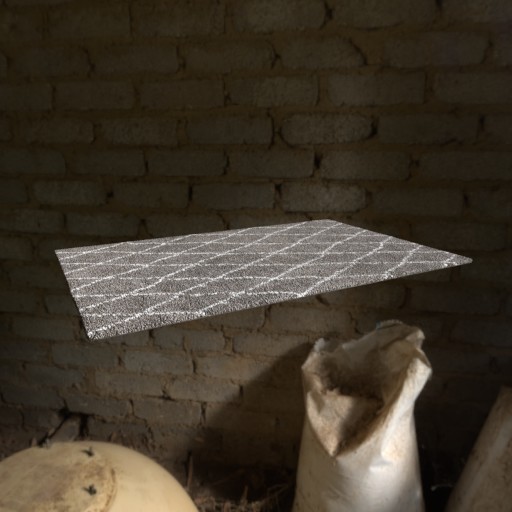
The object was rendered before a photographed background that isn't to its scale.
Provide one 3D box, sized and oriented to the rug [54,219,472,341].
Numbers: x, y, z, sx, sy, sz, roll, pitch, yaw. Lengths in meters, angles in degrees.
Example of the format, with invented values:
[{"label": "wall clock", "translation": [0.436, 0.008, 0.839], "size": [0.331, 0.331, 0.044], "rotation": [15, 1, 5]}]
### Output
[{"label": "rug", "translation": [0.000, 0.000, 3.445], "size": [2.743, 0.030, 1.778], "rotation": [-8, 18, -27]}]
